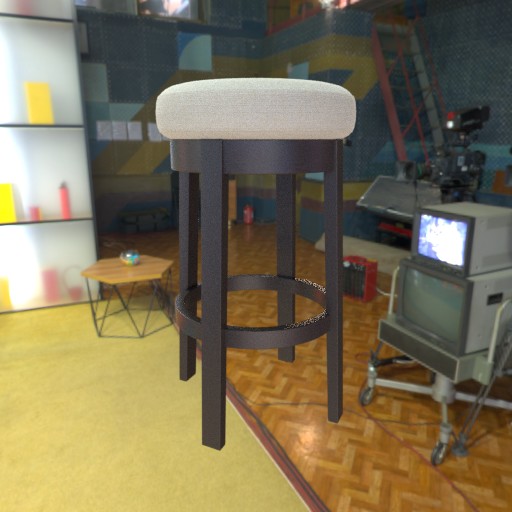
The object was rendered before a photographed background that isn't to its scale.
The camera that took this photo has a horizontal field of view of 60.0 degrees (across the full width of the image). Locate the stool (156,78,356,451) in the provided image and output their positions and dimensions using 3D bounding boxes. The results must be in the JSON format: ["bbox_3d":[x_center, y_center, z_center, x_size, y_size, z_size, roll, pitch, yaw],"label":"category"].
[{"bbox_3d":[0.000,0.000,1.051,0.446,0.758,0.446,0,15,0],"label":"stool"}]
